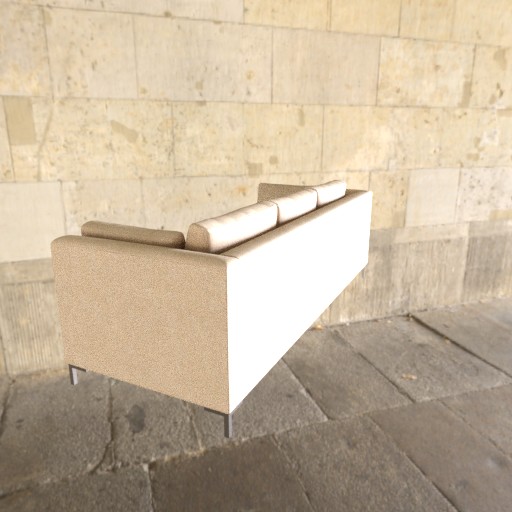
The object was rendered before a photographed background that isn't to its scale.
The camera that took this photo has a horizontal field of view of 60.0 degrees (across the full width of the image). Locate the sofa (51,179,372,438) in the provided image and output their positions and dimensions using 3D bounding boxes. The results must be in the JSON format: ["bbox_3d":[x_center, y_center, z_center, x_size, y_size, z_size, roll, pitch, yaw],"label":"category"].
[{"bbox_3d":[0.000,0.000,2.959,0.969,0.867,2.415,8,17,26],"label":"sofa"}]
